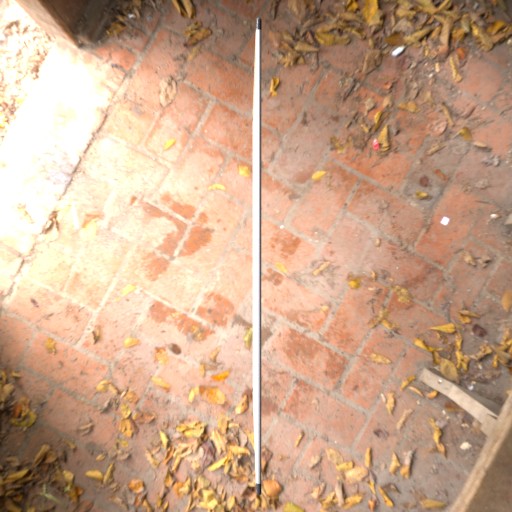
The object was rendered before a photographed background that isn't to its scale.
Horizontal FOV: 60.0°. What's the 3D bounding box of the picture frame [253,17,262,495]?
[{"bbox_3d":[0.000,0.000,1.128,0.010,0.600,0.900,0,91,-1],"label":"picture frame"}]
